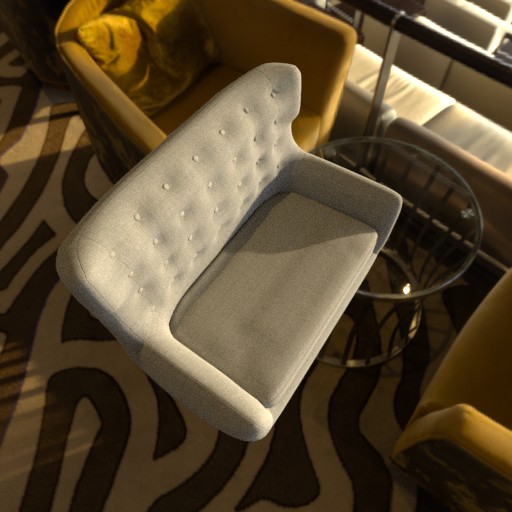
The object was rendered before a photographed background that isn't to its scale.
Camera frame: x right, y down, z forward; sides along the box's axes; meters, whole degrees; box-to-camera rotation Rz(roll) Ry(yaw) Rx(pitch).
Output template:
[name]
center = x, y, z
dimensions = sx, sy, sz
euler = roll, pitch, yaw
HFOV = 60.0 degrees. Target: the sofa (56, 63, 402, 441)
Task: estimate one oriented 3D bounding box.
[sofa]
center = 0.000, 0.000, 2.015
dimensions = 0.884, 1.028, 1.386
euler = 29, 61, 18
